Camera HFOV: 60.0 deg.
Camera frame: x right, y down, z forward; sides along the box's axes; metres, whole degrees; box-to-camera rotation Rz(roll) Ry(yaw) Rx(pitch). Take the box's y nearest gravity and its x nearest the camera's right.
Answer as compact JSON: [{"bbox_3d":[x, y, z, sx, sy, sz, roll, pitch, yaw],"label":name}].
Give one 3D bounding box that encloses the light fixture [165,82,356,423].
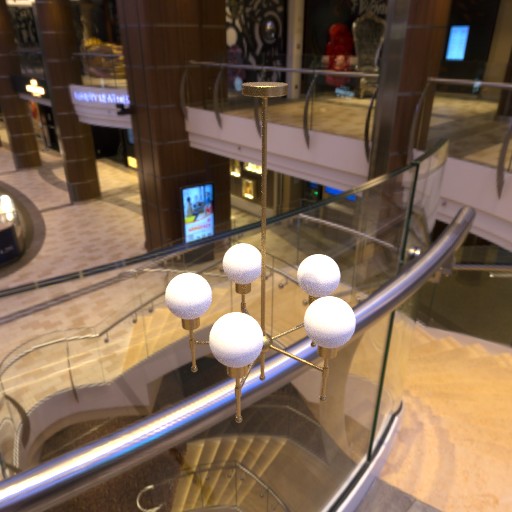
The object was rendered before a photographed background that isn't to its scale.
[{"bbox_3d":[0.000,0.000,1.835,0.785,1.331,0.815,0,26,1],"label":"light fixture"}]
